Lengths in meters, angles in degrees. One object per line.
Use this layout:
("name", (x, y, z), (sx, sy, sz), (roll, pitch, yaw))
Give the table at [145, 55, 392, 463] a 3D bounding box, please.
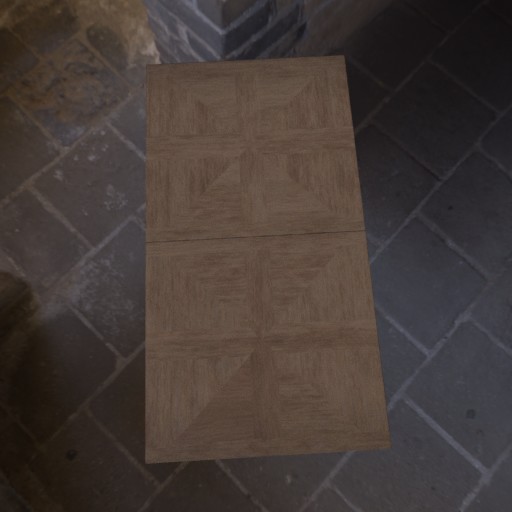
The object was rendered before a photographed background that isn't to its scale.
("table", (0.000, 0.000, 2.418), (1.016, 0.768, 1.881), (-3, 76, -1))
